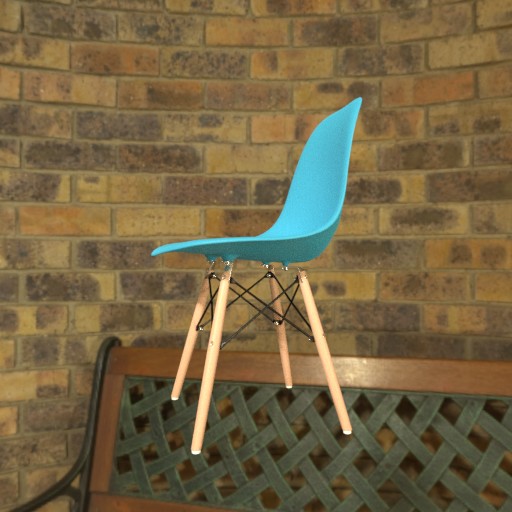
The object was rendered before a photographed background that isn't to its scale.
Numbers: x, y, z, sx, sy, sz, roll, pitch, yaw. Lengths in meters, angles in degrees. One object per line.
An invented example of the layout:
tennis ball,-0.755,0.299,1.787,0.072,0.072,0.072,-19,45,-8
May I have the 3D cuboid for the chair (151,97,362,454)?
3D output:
chair,0.000,0.000,1.157,0.531,0.826,0.470,0,1,-17
